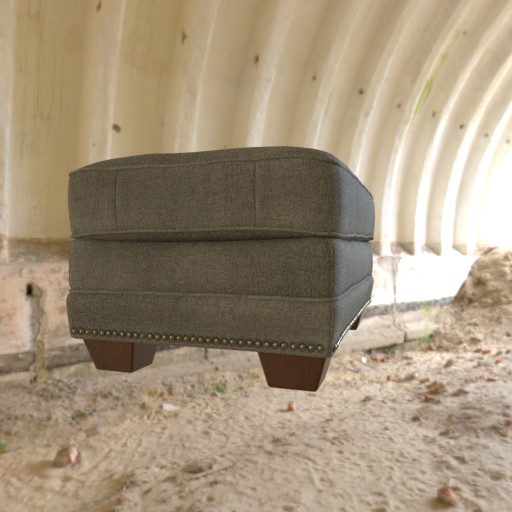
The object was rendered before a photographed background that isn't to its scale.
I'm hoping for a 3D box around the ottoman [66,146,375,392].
[{"bbox_3d":[0.000,0.000,1.155,0.561,0.457,0.813,0,1,19],"label":"ottoman"}]
